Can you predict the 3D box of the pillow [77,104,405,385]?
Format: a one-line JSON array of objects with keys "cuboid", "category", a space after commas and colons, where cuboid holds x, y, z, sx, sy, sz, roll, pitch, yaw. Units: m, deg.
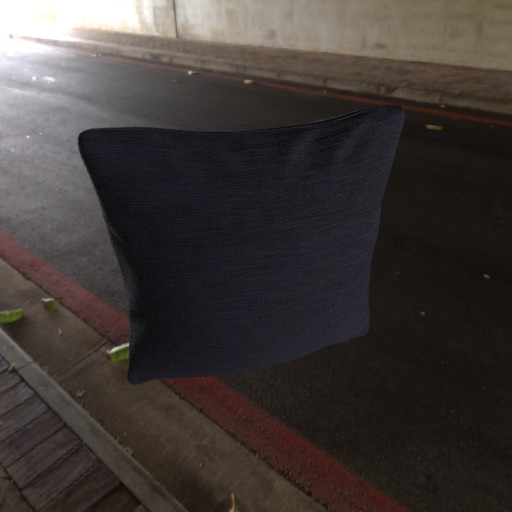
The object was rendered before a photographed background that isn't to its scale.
[{"cuboid": [0.000, 0.000, 0.663, 0.432, 0.414, 0.246, -9, 33, -15], "category": "pillow"}]
